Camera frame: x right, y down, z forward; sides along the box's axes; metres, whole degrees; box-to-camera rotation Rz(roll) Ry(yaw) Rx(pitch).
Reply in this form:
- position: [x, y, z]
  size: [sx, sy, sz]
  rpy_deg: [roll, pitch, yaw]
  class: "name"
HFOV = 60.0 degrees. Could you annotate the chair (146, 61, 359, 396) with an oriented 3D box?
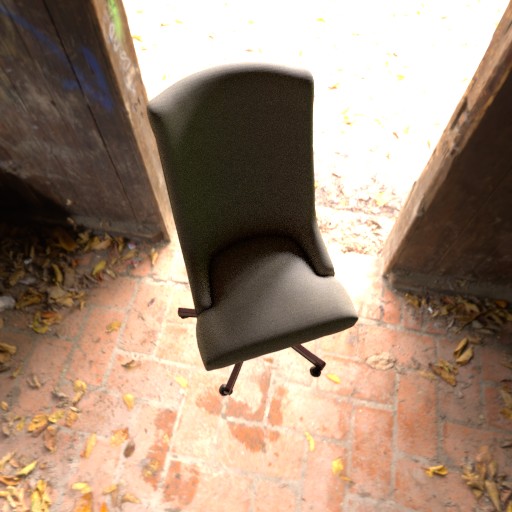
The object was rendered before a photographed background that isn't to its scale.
- position: [0.000, 0.000, 1.485]
  size: [0.645, 1.010, 0.696]
  rpy_deg: [-15, 62, -8]
  class: "chair"
